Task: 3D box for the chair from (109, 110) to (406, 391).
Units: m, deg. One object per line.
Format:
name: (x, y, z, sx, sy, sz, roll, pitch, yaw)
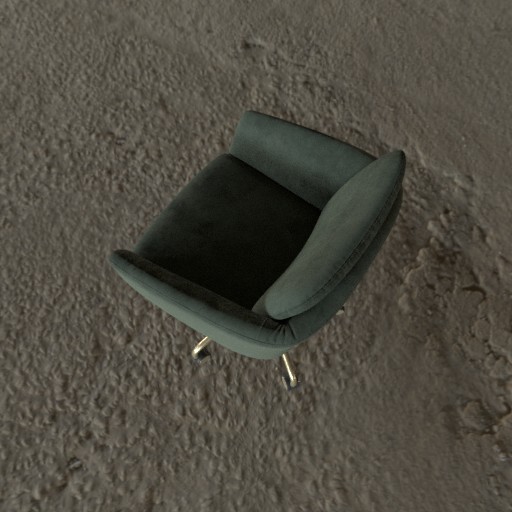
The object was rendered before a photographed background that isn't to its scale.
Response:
chair: (0.000, 0.000, 1.360, 0.635, 0.908, 0.641, 31, 67, 15)
